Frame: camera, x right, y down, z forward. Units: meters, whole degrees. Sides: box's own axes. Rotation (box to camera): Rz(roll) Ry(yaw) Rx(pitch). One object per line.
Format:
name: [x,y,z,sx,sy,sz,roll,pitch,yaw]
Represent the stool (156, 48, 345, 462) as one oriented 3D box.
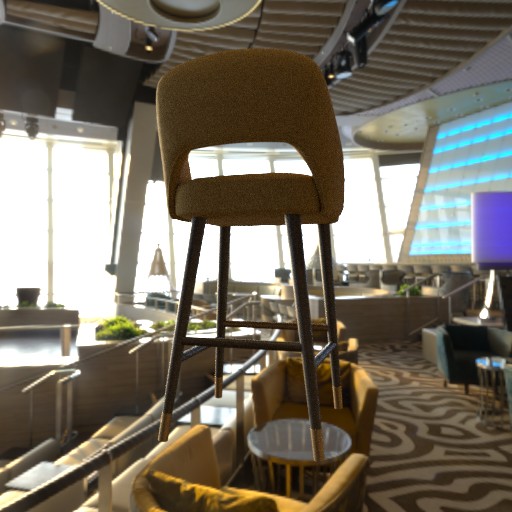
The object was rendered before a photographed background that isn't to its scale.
stool: [0.000,0.000,1.344,0.536,1.032,0.522,0,-1,17]
